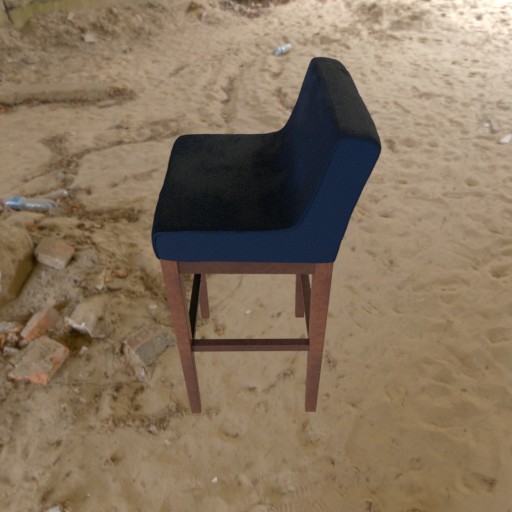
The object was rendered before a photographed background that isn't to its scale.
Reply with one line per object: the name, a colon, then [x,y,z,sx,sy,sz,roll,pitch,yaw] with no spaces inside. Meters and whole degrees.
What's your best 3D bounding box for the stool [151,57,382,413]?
stool: [0.000,0.000,1.367,0.500,1.037,0.511,-1,41,-1]
